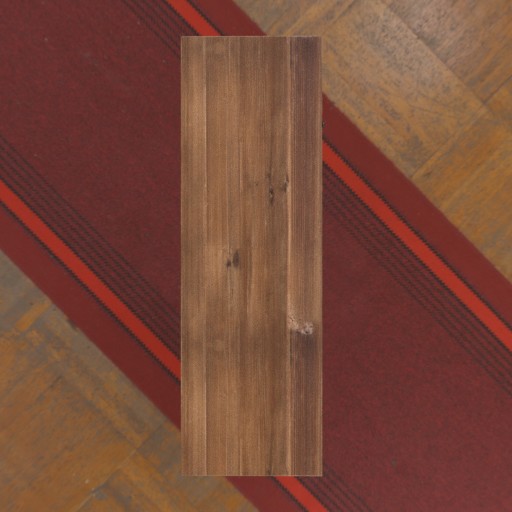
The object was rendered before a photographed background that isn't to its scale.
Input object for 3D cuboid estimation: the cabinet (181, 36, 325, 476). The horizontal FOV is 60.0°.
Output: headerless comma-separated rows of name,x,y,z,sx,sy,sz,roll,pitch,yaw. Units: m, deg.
cabinet,0.000,0.000,1.809,0.472,0.800,1.400,0,90,0
